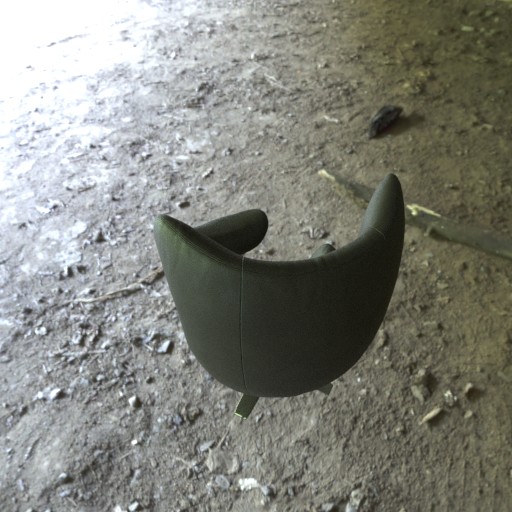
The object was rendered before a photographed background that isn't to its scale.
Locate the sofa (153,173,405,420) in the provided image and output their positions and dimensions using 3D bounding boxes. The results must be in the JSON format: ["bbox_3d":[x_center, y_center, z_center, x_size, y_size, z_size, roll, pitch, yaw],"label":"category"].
[{"bbox_3d":[0.000,0.000,2.095,0.894,1.135,1.444,-12,44,-13],"label":"sofa"}]
